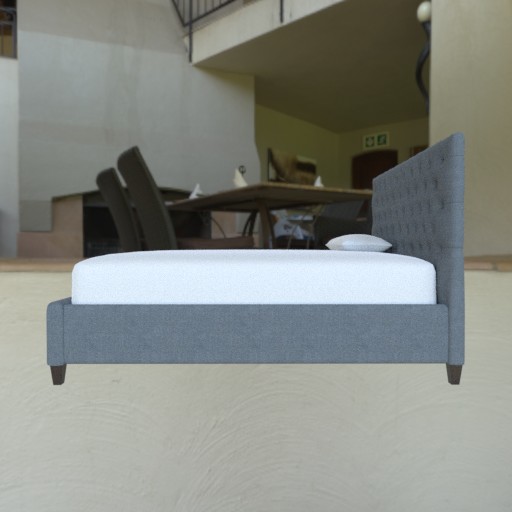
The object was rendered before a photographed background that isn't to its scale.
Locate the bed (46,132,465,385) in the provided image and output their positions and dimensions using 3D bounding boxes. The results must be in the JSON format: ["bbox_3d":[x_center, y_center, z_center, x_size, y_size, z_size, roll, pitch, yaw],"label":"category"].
[{"bbox_3d":[0.000,0.000,3.285,2.335,1.411,1.698,0,1,0],"label":"bed"}]
